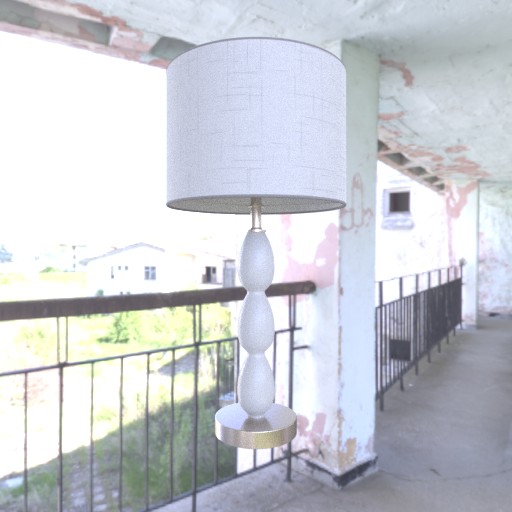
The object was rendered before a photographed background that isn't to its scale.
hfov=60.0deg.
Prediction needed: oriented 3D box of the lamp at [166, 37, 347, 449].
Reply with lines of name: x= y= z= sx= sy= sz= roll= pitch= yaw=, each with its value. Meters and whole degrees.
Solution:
lamp: x=0.000 y=0.000 z=0.704 sx=0.280 sy=0.559 sz=0.282 roll=-1 pitch=1 yaw=-35
